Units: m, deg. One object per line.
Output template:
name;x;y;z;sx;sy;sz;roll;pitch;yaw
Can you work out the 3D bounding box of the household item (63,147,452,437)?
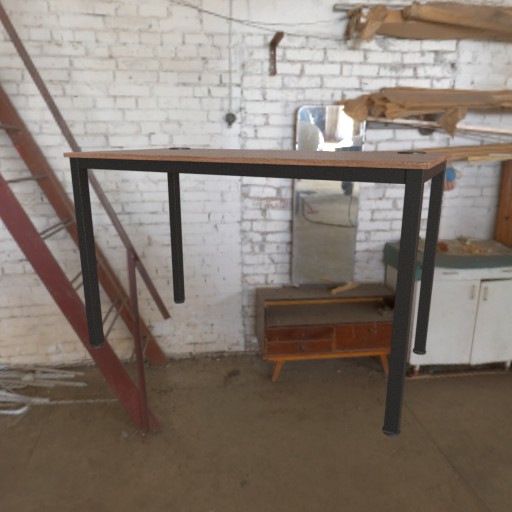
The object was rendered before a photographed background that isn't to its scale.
household item;0.000;0.000;1.628;1.200;0.750;0.600;8;17;26
